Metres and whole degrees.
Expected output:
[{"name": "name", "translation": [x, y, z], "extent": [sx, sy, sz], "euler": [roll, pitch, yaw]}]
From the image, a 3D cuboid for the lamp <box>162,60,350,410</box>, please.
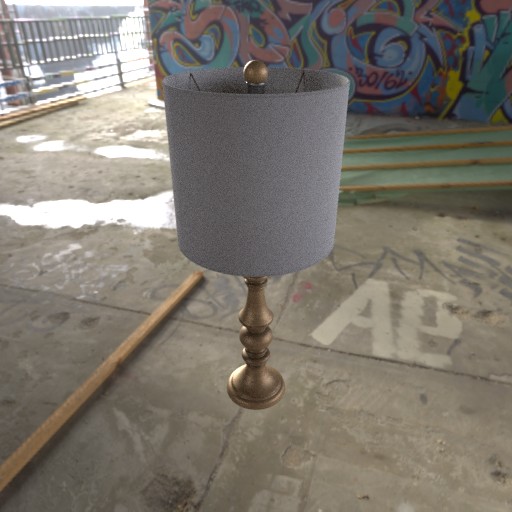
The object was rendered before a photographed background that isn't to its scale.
[{"name": "lamp", "translation": [0.000, 0.000, 0.735], "extent": [0.250, 0.597, 0.250], "euler": [20, 35, 32]}]
